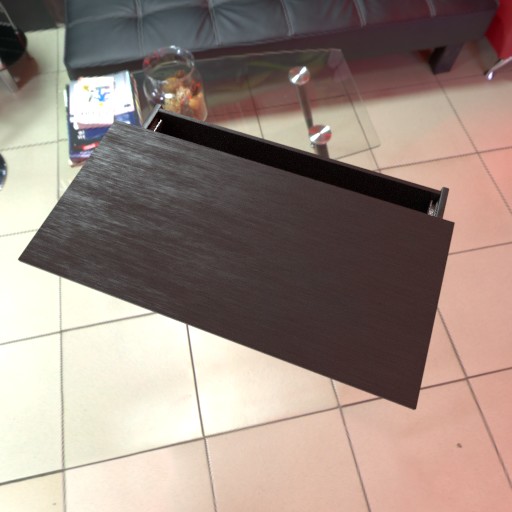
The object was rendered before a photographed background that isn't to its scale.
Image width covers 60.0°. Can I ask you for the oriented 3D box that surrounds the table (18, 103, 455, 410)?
[{"bbox_3d":[0.000,0.000,1.426,1.000,0.570,0.712,19,65,9],"label":"table"}]
